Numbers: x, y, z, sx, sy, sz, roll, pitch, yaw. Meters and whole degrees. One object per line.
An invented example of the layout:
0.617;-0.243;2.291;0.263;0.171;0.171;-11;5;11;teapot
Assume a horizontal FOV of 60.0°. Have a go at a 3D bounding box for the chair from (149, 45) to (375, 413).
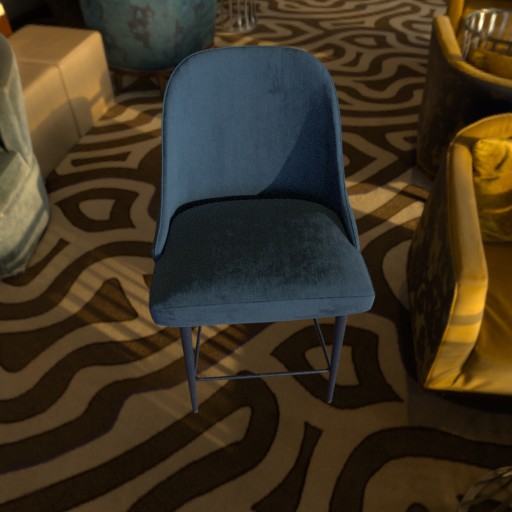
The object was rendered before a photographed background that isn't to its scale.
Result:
0.000;0.000;1.210;0.526;0.927;0.489;-3;46;-3;chair
